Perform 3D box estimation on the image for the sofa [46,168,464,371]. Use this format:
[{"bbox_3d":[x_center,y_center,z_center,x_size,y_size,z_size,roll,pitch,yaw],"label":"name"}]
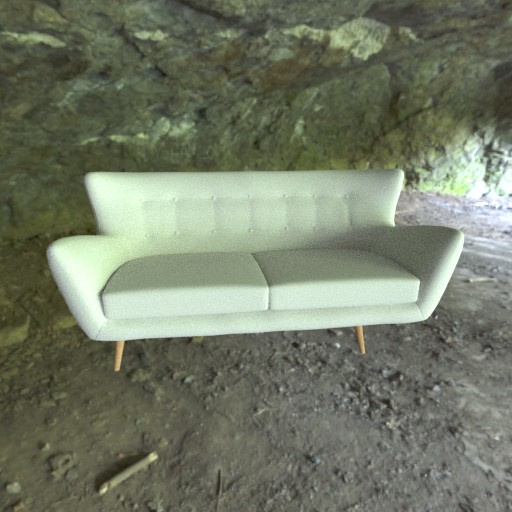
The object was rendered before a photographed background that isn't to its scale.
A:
[{"bbox_3d":[0.000,0.000,2.431,1.930,0.890,0.899,-2,16,-8],"label":"sofa"}]
